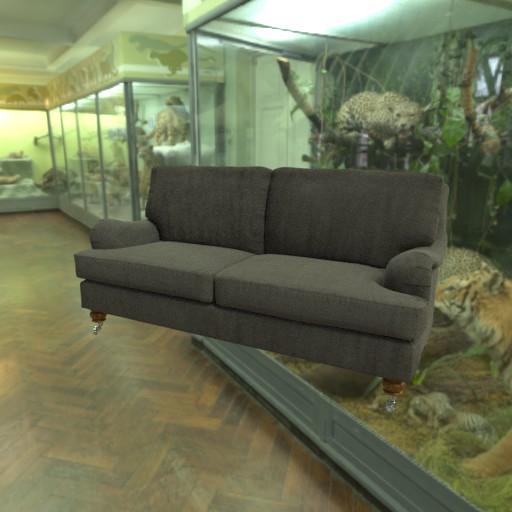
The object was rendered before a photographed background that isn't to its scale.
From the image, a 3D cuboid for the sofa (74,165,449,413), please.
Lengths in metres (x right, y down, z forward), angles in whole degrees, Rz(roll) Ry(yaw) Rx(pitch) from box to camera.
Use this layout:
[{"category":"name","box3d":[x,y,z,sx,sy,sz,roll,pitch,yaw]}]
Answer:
[{"category":"sofa","box3d":[0.000,0.000,2.800,2.165,1.087,1.086,7,16,26]}]
